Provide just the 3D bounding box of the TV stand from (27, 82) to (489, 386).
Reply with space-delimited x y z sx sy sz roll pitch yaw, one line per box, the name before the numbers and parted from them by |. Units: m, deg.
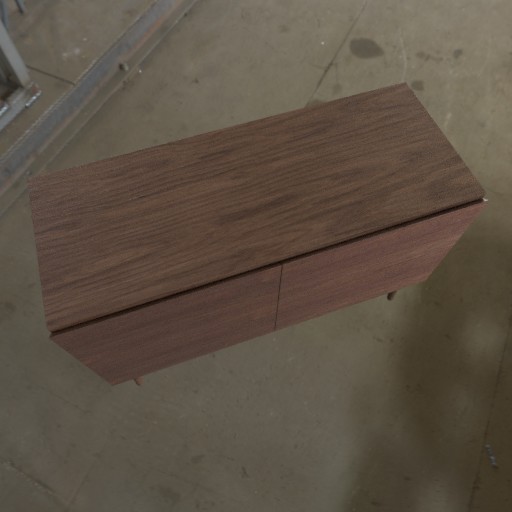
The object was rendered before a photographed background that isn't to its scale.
TV stand | 0.000 0.000 1.311 0.990 0.660 0.405 -17 63 -9
